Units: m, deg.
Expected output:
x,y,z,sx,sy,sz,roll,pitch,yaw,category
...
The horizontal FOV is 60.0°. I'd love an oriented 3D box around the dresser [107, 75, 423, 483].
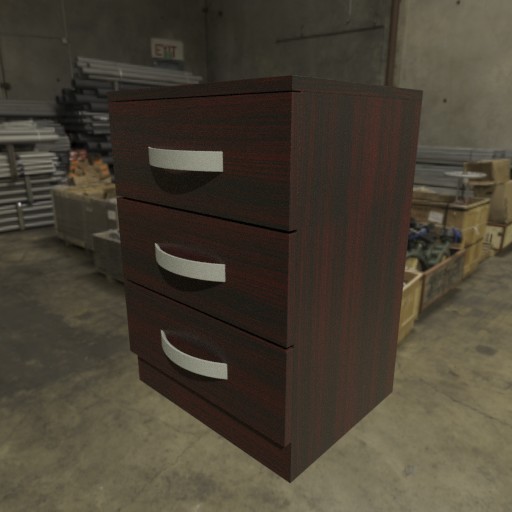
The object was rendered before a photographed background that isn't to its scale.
x,y,z,sx,sy,sz,roll,pitch,yaw,category
0.000,0.000,0.800,0.400,0.560,0.360,15,23,41,dresser
